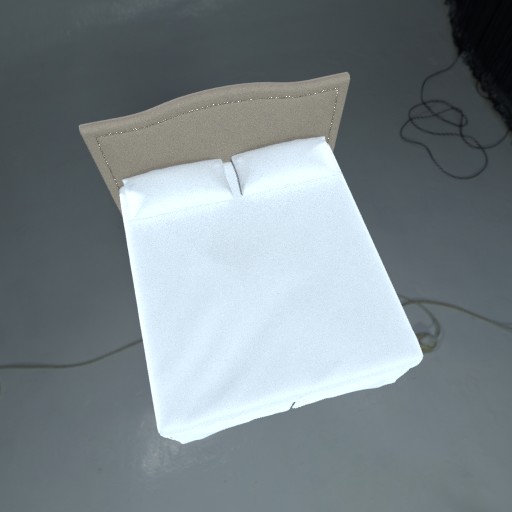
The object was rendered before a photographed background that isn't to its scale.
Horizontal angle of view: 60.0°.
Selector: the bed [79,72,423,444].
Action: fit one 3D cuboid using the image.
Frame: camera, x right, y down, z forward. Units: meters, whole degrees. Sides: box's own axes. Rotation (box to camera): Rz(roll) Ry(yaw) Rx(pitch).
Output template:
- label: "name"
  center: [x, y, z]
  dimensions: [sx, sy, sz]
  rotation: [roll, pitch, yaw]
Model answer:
- label: "bed"
  center: [0.000, 0.000, 3.409]
  dimensions: [2.083, 1.421, 2.182]
  rotation: [-14, 64, -7]
